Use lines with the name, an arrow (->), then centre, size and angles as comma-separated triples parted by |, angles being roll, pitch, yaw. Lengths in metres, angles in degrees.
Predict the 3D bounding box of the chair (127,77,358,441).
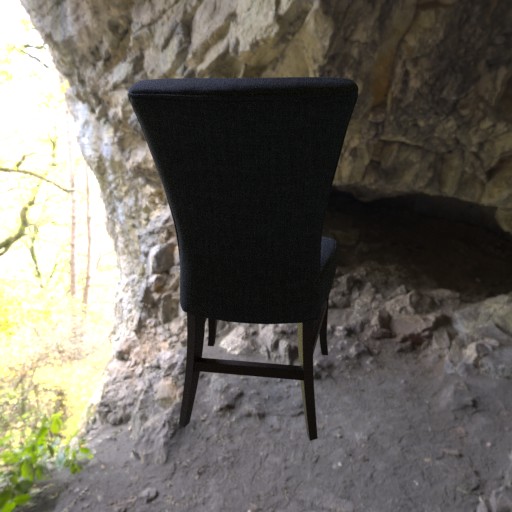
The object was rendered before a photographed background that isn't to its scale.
chair -> 0.000, 0.000, 1.366 | 0.520, 0.991, 0.660 | 3, 19, 8
